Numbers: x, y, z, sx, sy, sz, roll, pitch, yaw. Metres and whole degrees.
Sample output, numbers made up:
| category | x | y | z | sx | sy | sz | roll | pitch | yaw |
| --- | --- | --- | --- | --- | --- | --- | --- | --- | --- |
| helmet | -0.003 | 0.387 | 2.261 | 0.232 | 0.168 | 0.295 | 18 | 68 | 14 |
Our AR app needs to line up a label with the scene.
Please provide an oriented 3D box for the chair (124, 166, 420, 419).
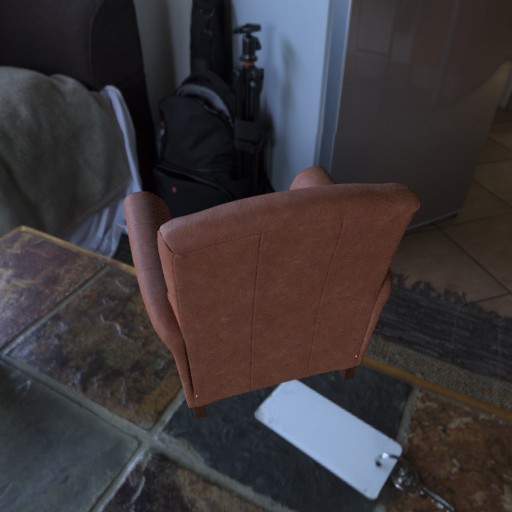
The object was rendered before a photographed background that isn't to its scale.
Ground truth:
| category | x | y | z | sx | sy | sz | roll | pitch | yaw |
| --- | --- | --- | --- | --- | --- | --- | --- | --- | --- |
| chair | 0.000 | 0.000 | 1.803 | 0.978 | 1.061 | 0.902 | -11 | 41 | -12 |
